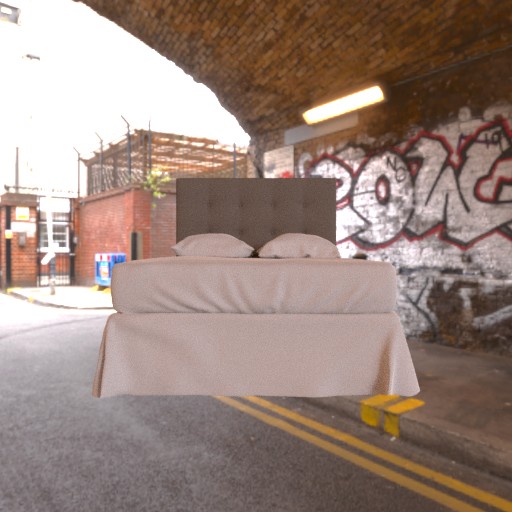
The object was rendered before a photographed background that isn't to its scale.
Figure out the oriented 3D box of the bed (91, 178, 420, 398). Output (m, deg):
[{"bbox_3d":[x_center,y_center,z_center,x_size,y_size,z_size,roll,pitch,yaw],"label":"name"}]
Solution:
[{"bbox_3d":[0.000,0.000,3.511,1.936,1.577,2.222,0,0,0],"label":"bed"}]
